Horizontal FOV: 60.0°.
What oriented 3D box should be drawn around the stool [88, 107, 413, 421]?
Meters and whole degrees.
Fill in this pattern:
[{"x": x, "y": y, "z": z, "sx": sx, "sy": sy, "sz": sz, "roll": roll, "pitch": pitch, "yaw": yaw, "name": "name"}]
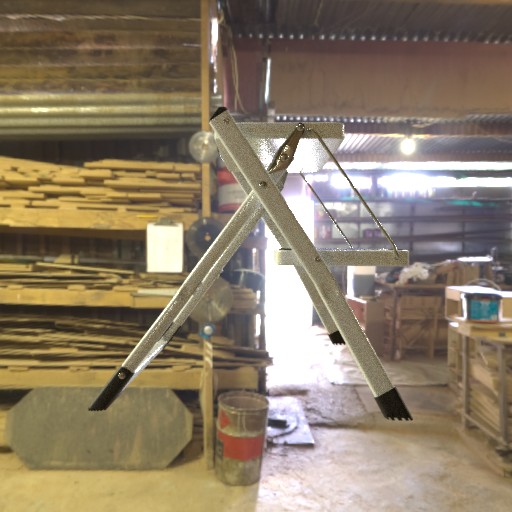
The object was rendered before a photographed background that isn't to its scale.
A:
[{"x": 0.000, "y": 0.000, "z": 0.852, "sx": 0.490, "sy": 0.445, "sz": 0.485, "roll": 0, "pitch": 1, "yaw": 1, "name": "stool"}]
